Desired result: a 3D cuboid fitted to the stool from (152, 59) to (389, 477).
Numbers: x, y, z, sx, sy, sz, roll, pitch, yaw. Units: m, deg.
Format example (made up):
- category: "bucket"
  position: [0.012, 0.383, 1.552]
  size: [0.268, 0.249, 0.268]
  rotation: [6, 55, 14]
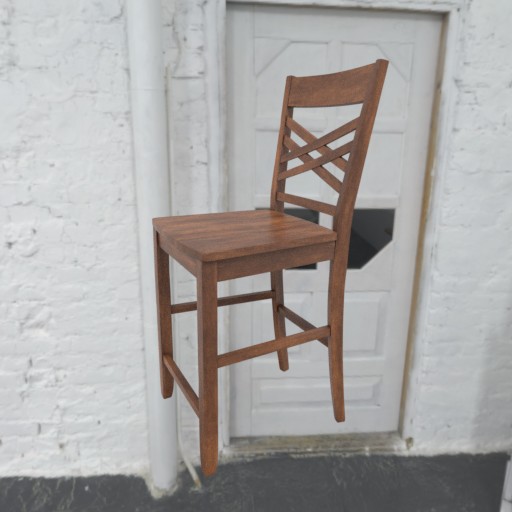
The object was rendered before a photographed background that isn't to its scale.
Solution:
- category: "stool"
  position: [0.000, 0.000, 1.343]
  size: [0.539, 1.079, 0.462]
  rotation: [-8, 18, -26]
